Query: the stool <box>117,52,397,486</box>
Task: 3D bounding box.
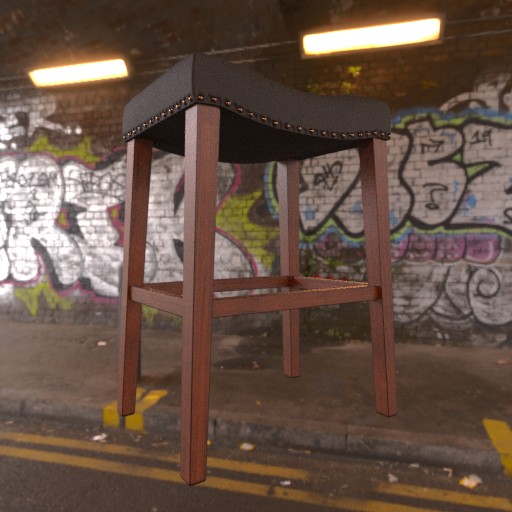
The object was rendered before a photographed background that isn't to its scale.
[{"bbox_3d":[0.000,0.000,0.847,0.439,0.612,0.320,-1,2,-35],"label":"stool"}]
